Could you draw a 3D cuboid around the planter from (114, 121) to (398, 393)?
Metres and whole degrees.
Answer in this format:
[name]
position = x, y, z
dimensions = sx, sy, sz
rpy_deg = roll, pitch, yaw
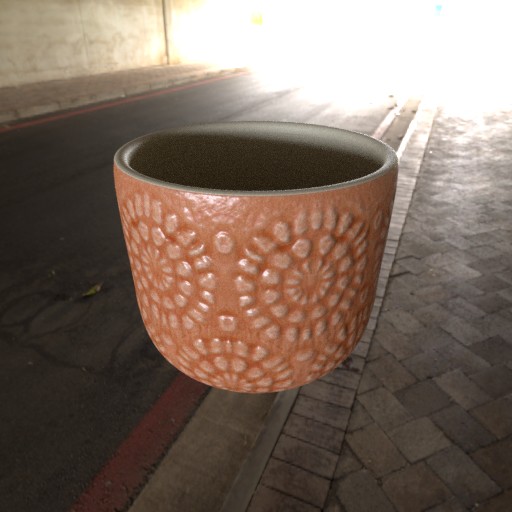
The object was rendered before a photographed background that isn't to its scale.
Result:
[planter]
position = 0.000, 0.000, 0.222
dimensions = 0.124, 0.109, 0.124
rpy_deg = 0, 28, 0
